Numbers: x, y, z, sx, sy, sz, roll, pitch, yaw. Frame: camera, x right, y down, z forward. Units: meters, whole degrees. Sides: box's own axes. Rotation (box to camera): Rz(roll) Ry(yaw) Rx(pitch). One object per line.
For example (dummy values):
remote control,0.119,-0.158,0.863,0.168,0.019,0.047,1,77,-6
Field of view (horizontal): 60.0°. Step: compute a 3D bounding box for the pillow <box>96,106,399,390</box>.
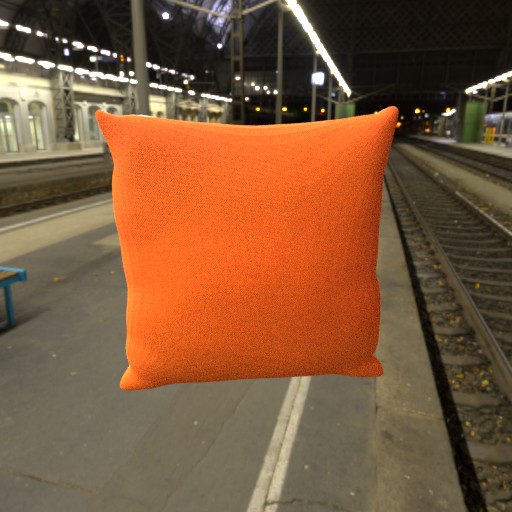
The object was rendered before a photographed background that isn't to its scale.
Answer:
pillow,0.000,0.000,0.685,0.440,0.441,0.182,-2,16,-7
